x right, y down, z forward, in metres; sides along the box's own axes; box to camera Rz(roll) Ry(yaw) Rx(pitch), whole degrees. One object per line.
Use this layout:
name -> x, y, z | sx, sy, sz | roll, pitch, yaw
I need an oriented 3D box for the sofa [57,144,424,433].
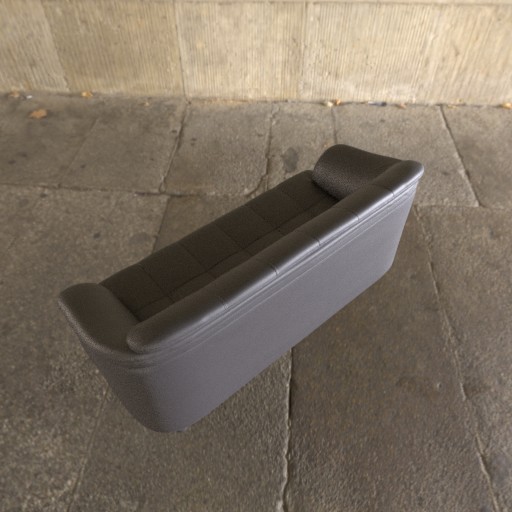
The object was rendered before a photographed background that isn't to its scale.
sofa -> 0.000, 0.000, 2.260 | 1.829, 0.811, 0.800 | -32, 55, -27
